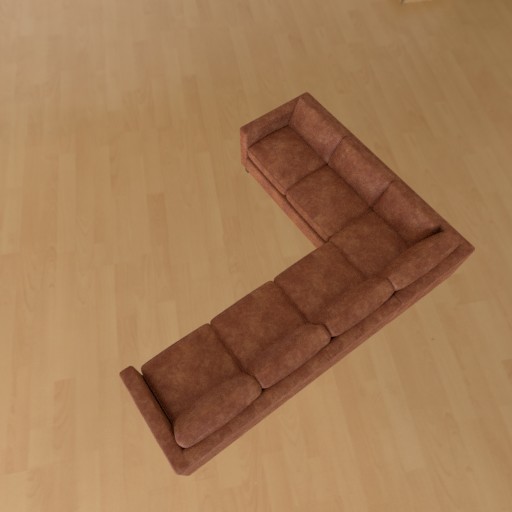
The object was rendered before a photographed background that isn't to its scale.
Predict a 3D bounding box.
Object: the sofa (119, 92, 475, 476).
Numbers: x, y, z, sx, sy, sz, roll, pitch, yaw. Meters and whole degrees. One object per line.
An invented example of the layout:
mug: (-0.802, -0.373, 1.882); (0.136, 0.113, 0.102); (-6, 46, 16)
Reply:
sofa: (0.000, 0.000, 4.271); (3.150, 0.838, 2.438); (-33, 67, -15)
